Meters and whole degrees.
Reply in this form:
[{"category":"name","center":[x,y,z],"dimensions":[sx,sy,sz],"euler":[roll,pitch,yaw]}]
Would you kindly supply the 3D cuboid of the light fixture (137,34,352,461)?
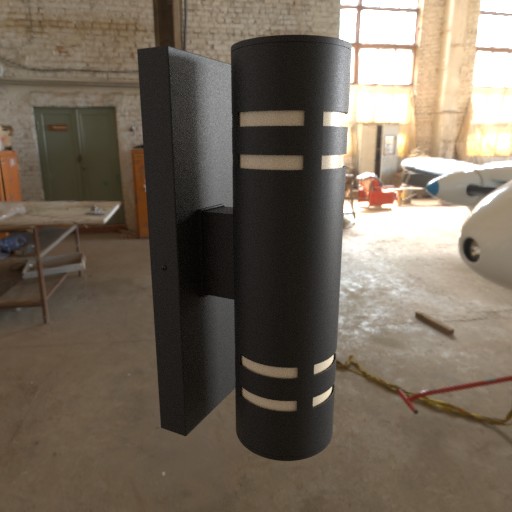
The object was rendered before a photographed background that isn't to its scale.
[{"category":"light fixture","center":[0.000,0.000,0.389],"dimensions":[0.149,0.330,0.105],"euler":[7,16,26]}]
